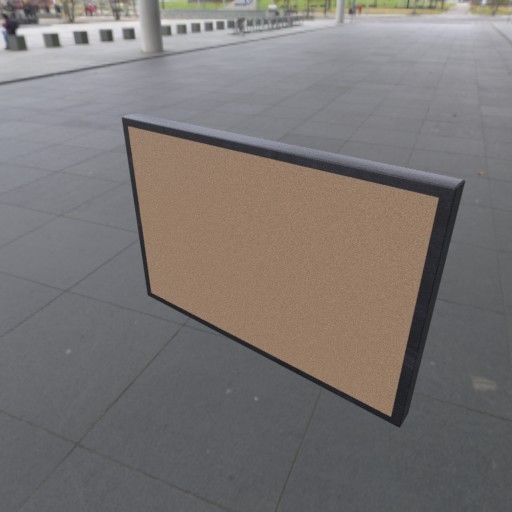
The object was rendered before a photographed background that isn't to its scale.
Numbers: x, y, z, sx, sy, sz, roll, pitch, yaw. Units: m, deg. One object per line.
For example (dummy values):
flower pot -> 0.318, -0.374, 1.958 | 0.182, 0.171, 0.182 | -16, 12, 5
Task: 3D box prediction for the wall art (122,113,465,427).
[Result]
wall art -> 0.000, 0.000, 0.783 | 0.610, 0.409, 0.038 | 21, 36, 32
